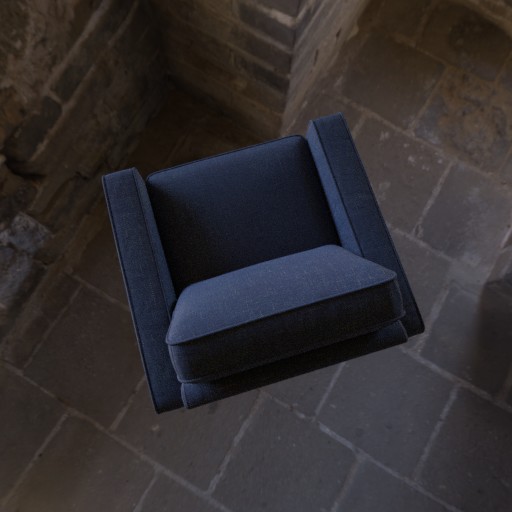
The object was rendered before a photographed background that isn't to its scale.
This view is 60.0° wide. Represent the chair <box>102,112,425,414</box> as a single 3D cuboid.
[{"bbox_3d":[0.000,0.000,1.745,1.017,0.919,0.940,-16,76,-4],"label":"chair"}]
